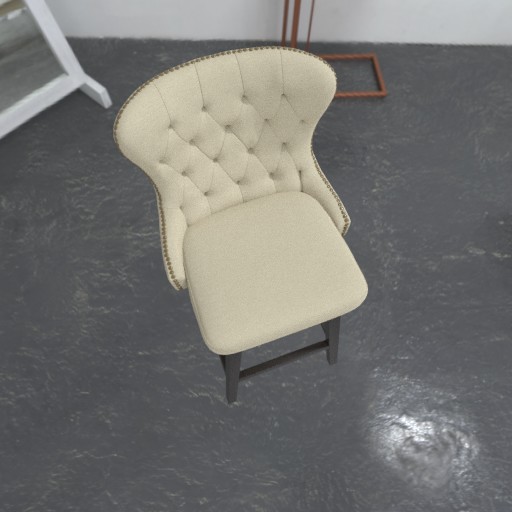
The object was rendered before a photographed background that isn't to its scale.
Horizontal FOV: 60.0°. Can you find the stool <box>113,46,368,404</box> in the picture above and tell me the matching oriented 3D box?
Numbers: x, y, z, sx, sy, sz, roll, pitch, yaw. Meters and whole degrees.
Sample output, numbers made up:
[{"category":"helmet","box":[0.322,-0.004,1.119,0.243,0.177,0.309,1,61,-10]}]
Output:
[{"category":"stool","box":[0.000,0.000,1.309,0.528,0.971,0.593,-18,65,-9]}]
